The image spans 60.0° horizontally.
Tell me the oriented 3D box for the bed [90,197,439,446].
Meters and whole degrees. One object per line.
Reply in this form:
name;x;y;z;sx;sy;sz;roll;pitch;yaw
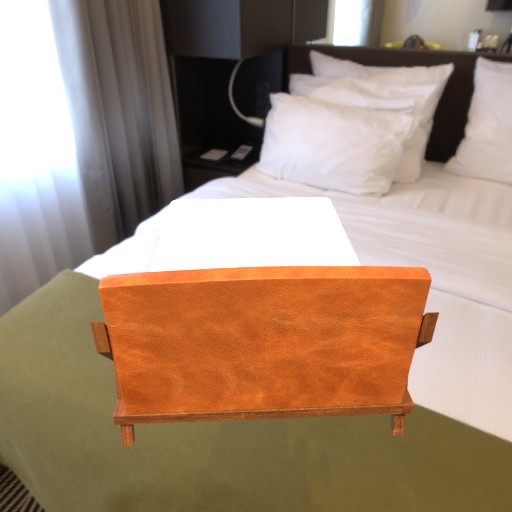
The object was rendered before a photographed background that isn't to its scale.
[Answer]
bed;0.000;0.000;3.259;1.651;1.168;2.311;-1;31;-2
